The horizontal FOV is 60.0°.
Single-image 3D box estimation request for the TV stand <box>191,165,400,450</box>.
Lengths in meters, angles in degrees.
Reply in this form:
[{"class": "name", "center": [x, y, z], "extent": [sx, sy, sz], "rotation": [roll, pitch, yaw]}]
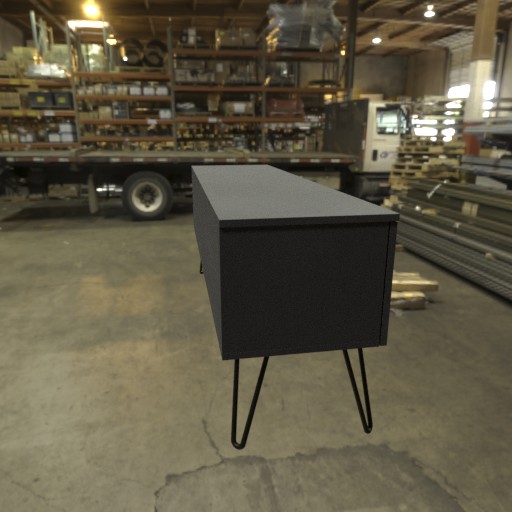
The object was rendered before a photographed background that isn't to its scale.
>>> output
[{"class": "TV stand", "center": [0.000, 0.000, 1.651], "extent": [0.400, 0.560, 1.400], "rotation": [-3, 16, -10]}]
